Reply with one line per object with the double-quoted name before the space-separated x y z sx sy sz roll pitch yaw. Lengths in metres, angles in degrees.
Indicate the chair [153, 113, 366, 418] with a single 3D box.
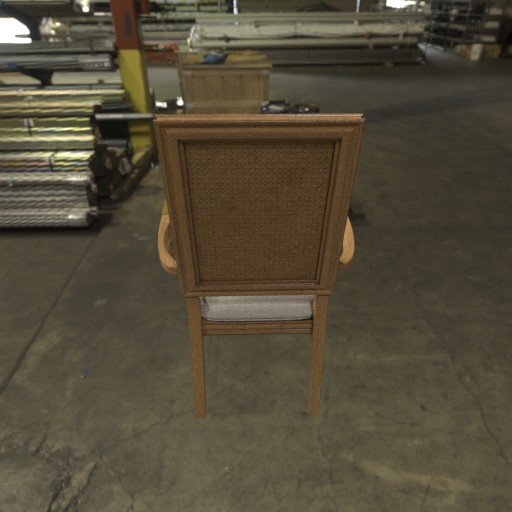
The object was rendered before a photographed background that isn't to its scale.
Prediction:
"chair" 0.000 0.000 1.378 0.606 0.990 0.602 -1 31 -1
